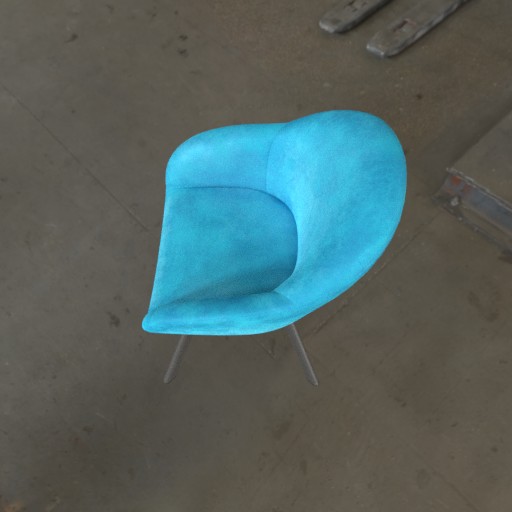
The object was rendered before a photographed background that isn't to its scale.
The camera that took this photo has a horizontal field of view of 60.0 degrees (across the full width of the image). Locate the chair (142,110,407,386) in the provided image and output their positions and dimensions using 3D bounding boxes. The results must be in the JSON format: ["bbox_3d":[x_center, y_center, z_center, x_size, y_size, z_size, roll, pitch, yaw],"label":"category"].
[{"bbox_3d":[0.000,0.000,1.202,0.590,0.795,0.550,1,59,0],"label":"chair"}]
